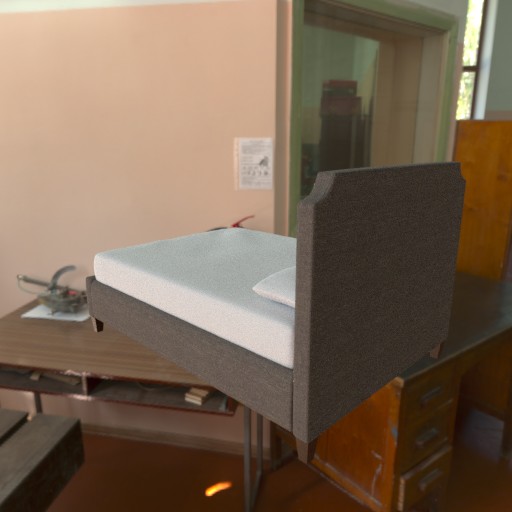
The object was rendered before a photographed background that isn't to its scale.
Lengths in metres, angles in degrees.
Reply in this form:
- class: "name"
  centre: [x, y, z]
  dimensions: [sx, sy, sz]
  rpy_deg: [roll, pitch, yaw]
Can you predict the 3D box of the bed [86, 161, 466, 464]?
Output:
- class: "bed"
  centre: [0.000, 0.000, 3.411]
  dimensions: [2.381, 1.457, 1.713]
  rpy_deg: [14, 20, 43]
